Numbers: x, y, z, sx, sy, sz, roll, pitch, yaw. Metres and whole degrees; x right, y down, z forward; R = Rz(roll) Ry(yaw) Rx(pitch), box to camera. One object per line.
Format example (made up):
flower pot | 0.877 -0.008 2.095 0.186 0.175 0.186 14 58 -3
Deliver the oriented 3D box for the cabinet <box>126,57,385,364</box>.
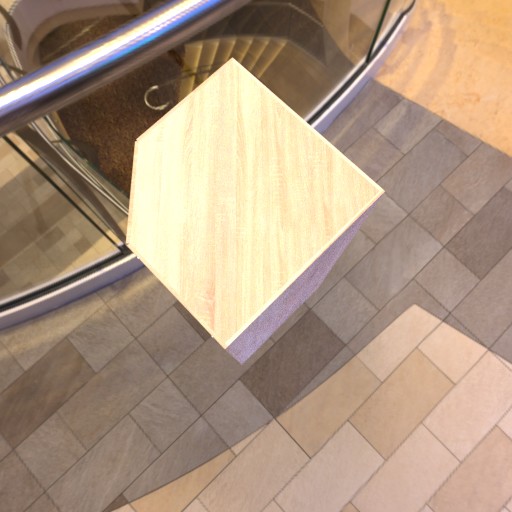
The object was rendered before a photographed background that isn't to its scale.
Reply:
cabinet | 0.000 0.000 2.903 1.094 2.120 1.327 0 75 0
